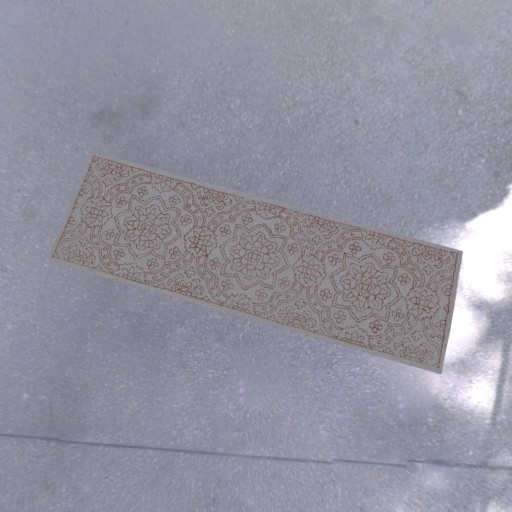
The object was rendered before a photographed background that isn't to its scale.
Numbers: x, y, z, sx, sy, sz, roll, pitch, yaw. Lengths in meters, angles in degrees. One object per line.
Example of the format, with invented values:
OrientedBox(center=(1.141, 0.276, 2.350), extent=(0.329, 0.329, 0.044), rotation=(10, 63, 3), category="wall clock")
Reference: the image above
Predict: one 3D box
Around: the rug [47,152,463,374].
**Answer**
OrientedBox(center=(0.000, 0.000, 2.723), extent=(2.448, 0.012, 0.769), rotation=(16, 76, 4), category="rug")
